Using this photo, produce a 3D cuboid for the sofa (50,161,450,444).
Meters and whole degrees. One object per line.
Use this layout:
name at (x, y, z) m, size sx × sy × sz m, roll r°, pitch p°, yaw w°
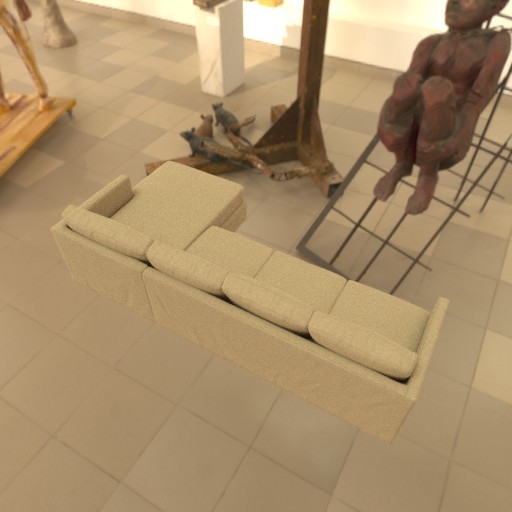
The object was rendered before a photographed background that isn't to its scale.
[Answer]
sofa at (0.000, 0.000, 3.915) m, size 3.177 × 0.867 × 1.622 m, roll 22°, pitch 50°, yaw 20°
